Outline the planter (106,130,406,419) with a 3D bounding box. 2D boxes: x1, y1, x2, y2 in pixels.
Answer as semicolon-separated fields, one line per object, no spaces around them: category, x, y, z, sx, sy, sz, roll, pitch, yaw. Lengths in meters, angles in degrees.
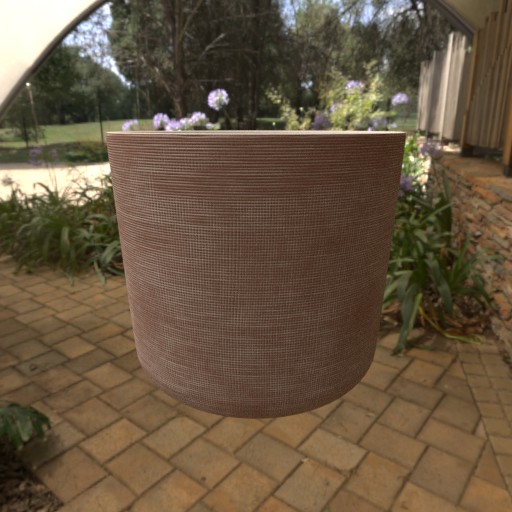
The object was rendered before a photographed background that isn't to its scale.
planter;0.000;0.000;0.738;0.440;0.398;0.440;0;16;0
